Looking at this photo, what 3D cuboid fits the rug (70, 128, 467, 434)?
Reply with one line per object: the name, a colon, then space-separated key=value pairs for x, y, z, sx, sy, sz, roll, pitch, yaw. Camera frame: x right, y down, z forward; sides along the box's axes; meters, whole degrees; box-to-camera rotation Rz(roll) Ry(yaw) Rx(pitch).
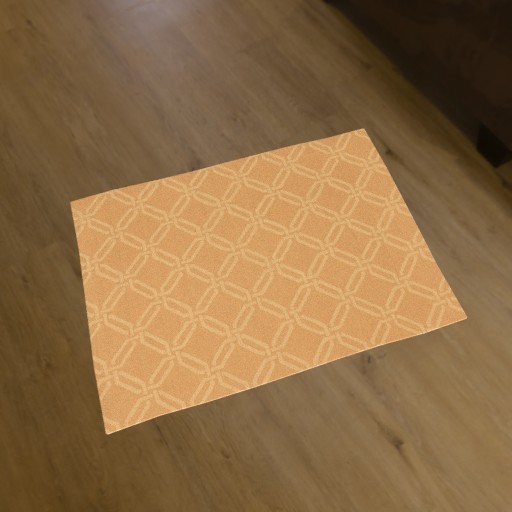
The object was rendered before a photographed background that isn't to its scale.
rug: x=0.000 y=0.000 z=2.770 sx=2.135 sy=0.013 sz=1.524 roll=-16 pitch=65 yaw=-8
